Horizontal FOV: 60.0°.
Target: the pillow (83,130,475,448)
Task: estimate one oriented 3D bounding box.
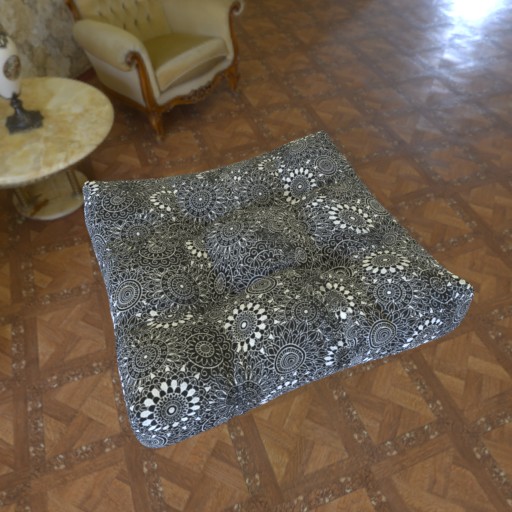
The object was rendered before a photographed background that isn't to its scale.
[{"bbox_3d":[0.000,0.000,0.721,0.490,0.128,0.468,-17,50,-14],"label":"pillow"}]
